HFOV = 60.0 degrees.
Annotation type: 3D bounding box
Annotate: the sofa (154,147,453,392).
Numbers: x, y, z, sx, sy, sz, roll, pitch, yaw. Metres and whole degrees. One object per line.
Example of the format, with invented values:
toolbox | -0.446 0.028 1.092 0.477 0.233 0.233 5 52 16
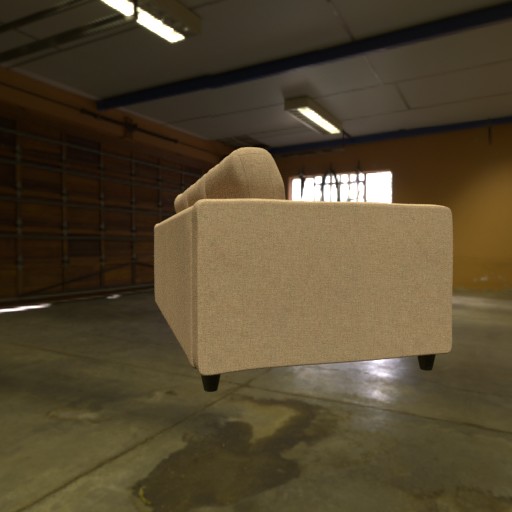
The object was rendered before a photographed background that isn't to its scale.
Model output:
sofa | 0.000 0.000 2.328 0.930 0.800 1.855 0 2 -17
